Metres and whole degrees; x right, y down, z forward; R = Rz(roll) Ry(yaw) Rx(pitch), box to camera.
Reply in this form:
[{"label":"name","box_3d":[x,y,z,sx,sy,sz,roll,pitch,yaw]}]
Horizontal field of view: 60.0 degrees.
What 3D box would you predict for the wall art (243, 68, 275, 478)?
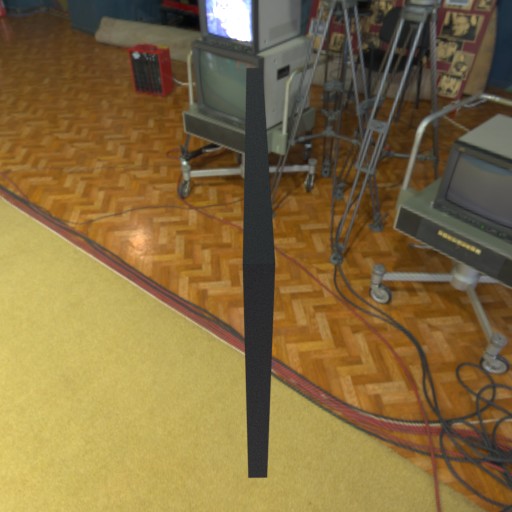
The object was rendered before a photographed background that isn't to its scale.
[{"label":"wall art","box_3d":[0.000,0.000,0.768,0.030,0.454,0.554,0,40,0]}]
